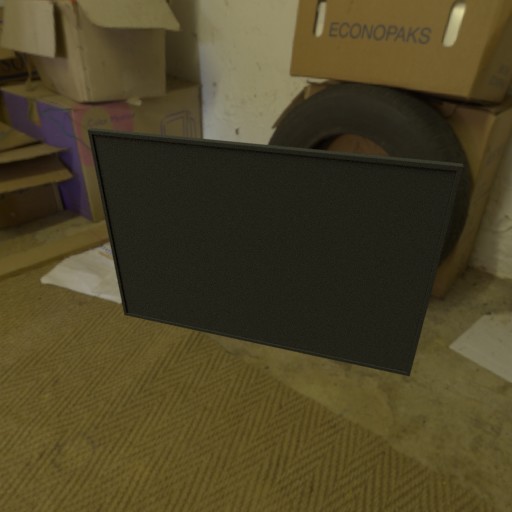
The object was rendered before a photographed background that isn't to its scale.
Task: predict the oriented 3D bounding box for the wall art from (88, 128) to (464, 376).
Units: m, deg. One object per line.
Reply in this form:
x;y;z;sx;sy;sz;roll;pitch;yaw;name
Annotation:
0.000;0.000;1.576;1.190;0.805;0.028;9;33;15;wall art
